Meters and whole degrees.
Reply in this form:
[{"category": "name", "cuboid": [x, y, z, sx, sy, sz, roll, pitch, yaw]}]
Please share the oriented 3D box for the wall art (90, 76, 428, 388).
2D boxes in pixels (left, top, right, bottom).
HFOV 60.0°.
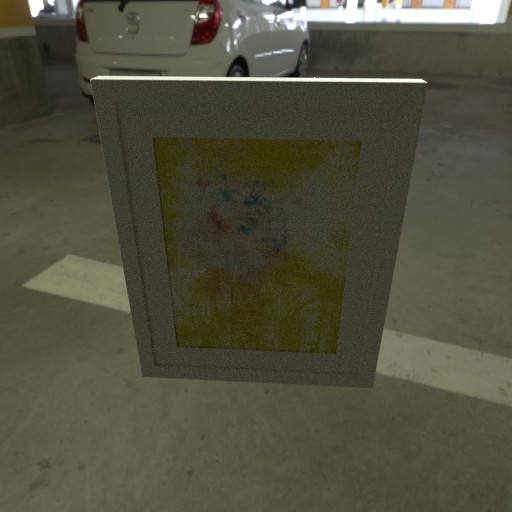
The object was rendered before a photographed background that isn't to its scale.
[{"category": "wall art", "cuboid": [0.000, 0.000, 0.743, 0.454, 0.556, 0.028, 2, 30, 3]}]
